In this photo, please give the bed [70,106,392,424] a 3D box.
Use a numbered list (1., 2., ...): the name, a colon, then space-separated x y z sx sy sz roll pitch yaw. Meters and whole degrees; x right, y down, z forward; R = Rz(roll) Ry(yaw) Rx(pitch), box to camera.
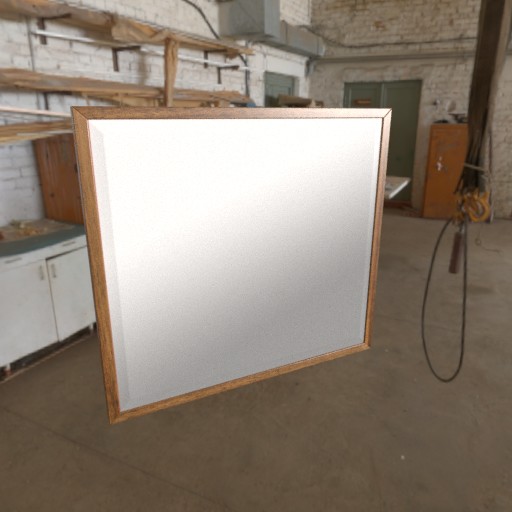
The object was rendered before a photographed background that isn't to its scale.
1. bed: 0.000 0.000 1.478 1.041 0.940 0.043 -9 20 -26
